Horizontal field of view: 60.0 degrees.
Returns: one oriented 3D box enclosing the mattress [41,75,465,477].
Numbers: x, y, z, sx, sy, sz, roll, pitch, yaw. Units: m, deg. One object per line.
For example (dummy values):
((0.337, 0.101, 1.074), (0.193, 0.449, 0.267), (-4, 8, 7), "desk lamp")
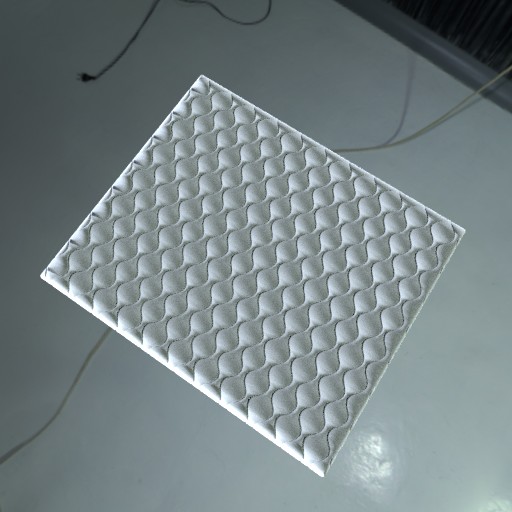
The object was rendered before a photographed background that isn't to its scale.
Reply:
((0.000, 0.000, 2.618), (1.900, 0.200, 1.600), (33, 78, 8), "mattress")
